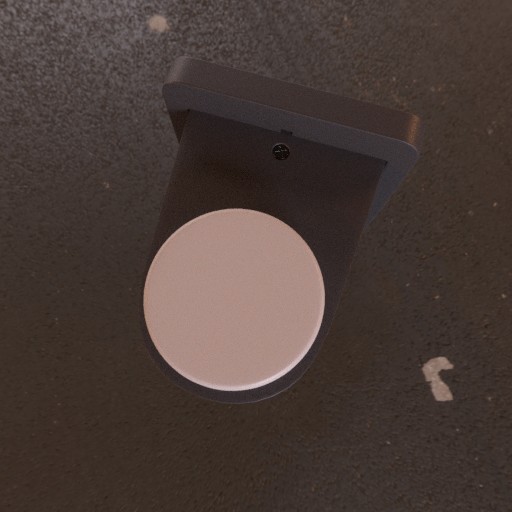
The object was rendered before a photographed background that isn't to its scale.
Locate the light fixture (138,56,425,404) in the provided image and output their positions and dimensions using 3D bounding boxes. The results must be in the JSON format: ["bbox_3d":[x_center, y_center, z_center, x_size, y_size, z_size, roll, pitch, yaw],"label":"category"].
[{"bbox_3d":[0.000,0.000,0.212,0.109,0.109,0.132,16,76,4],"label":"light fixture"}]
